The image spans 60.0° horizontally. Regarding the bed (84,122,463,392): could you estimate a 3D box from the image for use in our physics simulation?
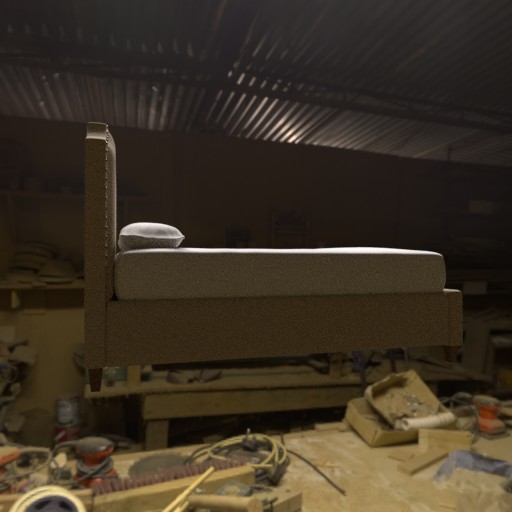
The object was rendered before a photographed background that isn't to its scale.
[{"bbox_3d":[0.000,0.000,3.373,2.329,1.415,1.703,0,-1,-17],"label":"bed"}]
